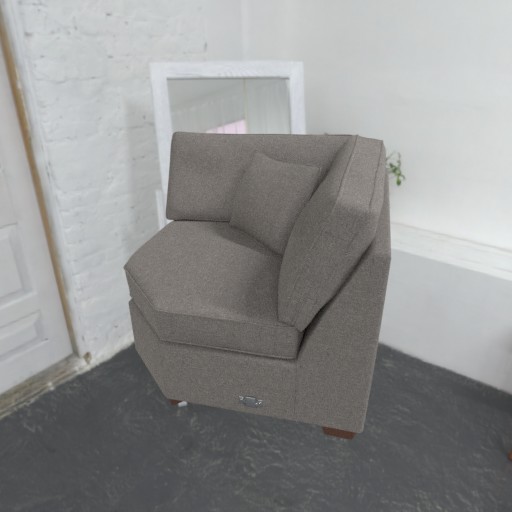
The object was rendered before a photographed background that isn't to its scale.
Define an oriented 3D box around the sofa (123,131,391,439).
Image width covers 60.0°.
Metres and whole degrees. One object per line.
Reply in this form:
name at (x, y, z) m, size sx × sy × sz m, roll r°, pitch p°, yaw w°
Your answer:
sofa at (0.000, 0.000, 1.930) m, size 1.050 × 0.951 × 1.042 m, roll 7°, pitch 28°, yaw 13°
